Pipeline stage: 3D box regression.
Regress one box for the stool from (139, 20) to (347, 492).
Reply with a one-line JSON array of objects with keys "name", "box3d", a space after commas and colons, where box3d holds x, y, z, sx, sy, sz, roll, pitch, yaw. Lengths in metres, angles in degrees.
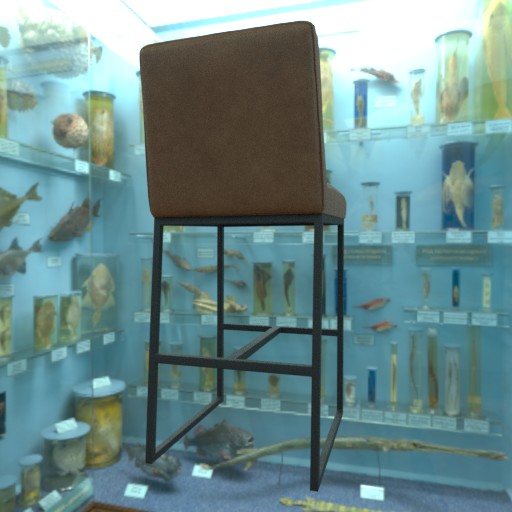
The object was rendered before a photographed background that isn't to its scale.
[{"name": "stool", "box3d": [0.000, 0.000, 1.266, 0.458, 1.040, 0.556, 0, 1, 18]}]
